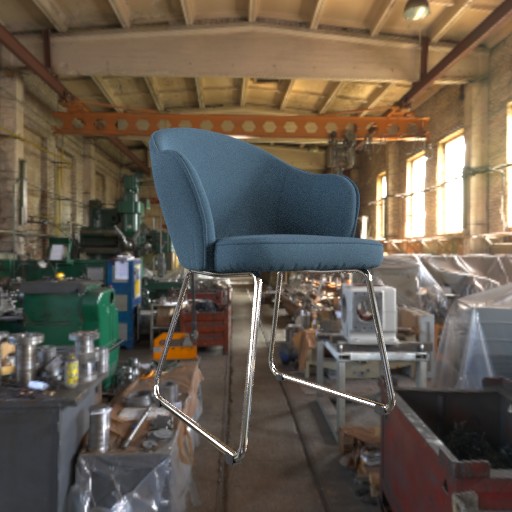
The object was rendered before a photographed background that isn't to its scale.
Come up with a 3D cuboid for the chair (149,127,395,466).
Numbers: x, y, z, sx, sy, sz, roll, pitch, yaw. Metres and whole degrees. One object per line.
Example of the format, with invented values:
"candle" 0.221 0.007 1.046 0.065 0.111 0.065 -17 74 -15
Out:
"chair" 0.000 0.000 1.208 0.570 0.815 0.585 0 0 -36
